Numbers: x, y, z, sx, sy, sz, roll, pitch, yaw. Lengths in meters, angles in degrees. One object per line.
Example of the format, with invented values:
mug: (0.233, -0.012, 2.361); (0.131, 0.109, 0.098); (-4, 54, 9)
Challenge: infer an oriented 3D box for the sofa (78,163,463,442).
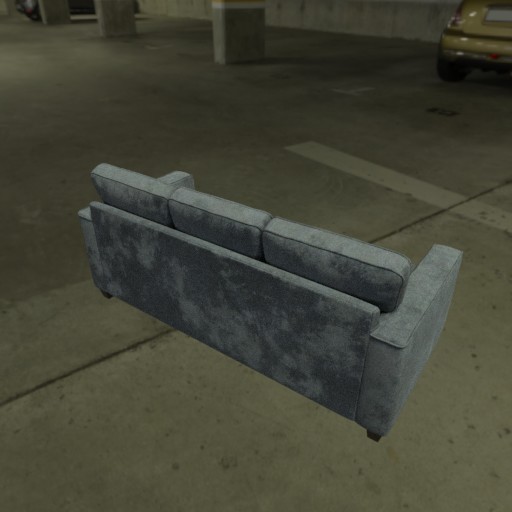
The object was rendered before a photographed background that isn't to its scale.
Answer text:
sofa: (0.000, 0.000, 2.671); (2.133, 0.965, 0.939); (20, 37, 30)
